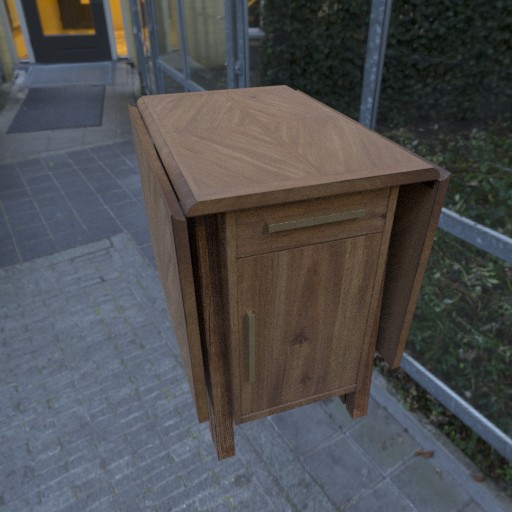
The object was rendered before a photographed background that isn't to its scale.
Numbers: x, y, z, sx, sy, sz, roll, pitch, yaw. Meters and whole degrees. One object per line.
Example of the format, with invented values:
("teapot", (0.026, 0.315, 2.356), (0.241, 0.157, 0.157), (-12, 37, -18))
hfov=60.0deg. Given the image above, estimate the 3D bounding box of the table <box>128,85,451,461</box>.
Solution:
("table", (0.000, 0.000, 1.648), (0.701, 0.981, 0.967), (-10, 34, -16))
